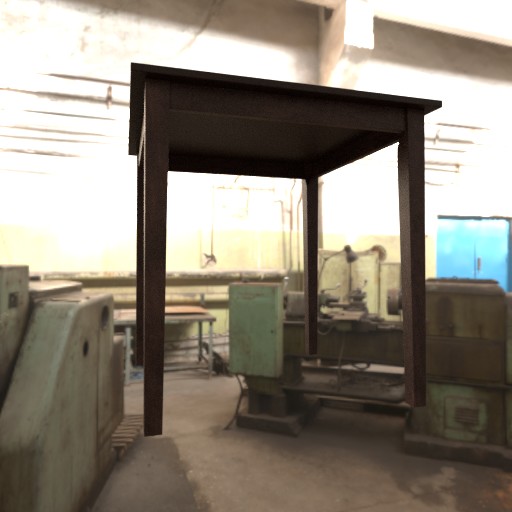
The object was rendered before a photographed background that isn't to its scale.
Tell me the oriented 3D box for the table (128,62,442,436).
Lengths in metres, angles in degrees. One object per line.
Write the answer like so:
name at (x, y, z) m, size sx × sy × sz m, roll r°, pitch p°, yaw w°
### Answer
table at (0.000, 0.000, 1.353) m, size 0.749 × 0.770 × 0.749 m, roll 0°, pitch -1°, yaw -17°
